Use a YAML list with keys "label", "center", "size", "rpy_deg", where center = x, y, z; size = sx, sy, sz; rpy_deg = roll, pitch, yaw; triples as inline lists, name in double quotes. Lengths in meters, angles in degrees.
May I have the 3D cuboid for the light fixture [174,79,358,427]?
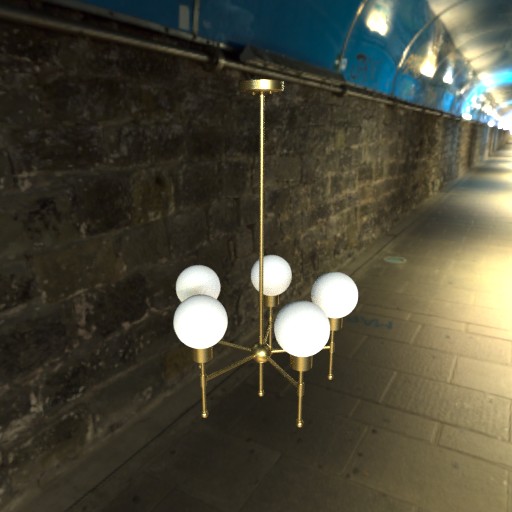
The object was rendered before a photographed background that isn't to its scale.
- label: "light fixture"
  center: [0.000, 0.000, 1.807]
  size: [0.785, 1.331, 0.815]
  rpy_deg: [-15, 22, -43]
